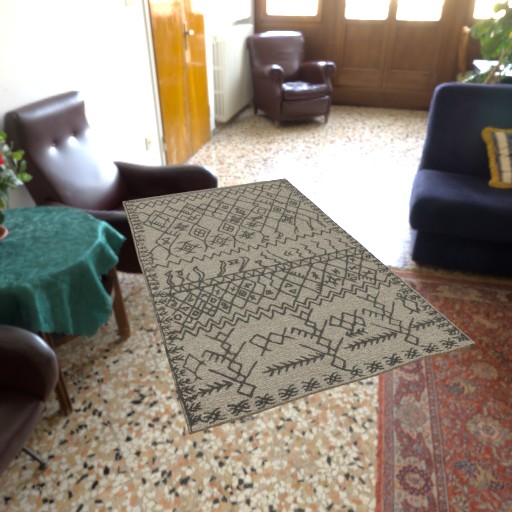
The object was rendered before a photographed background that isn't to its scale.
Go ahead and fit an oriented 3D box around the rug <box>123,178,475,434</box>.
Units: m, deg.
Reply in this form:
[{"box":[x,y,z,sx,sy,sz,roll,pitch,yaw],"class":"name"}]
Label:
[{"box":[0.000,0.000,4.781,2.393,0.019,3.824,-11,34,-17],"class":"rug"}]
